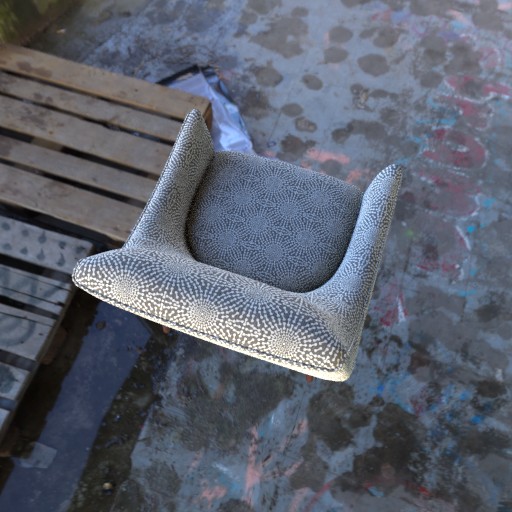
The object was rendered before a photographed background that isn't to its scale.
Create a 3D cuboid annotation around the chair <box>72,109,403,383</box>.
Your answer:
[{"bbox_3d":[0.000,0.000,1.449,0.762,0.838,0.787,17,65,8],"label":"chair"}]
